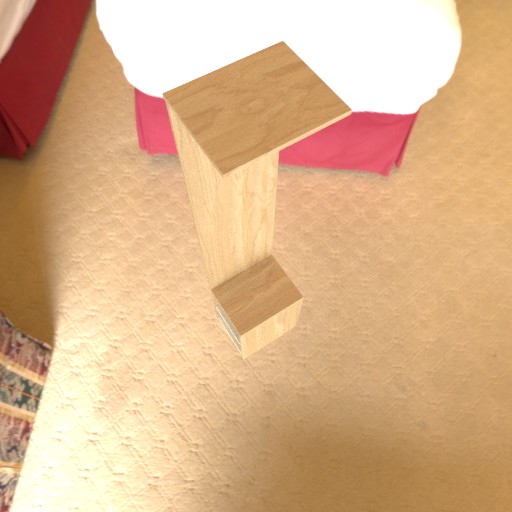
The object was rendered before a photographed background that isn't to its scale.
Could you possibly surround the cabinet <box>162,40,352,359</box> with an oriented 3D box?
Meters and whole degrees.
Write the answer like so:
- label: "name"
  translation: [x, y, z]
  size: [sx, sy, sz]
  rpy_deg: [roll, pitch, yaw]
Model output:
- label: "cabinet"
  translation: [0.000, 0.000, 2.063]
  size: [0.411, 1.879, 0.338]
  rpy_deg: [-30, 67, -14]
